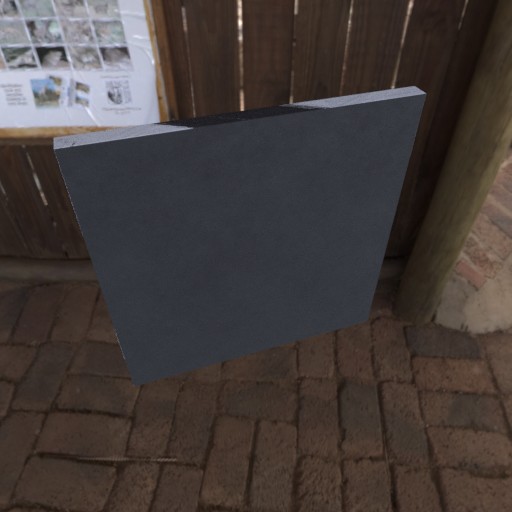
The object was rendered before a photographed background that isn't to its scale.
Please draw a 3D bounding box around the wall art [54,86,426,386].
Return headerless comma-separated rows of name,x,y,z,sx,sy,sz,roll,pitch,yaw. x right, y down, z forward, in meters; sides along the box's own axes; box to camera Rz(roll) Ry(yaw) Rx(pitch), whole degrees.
wall art,0.000,0.000,1.140,0.765,0.765,0.046,-13,44,-14
